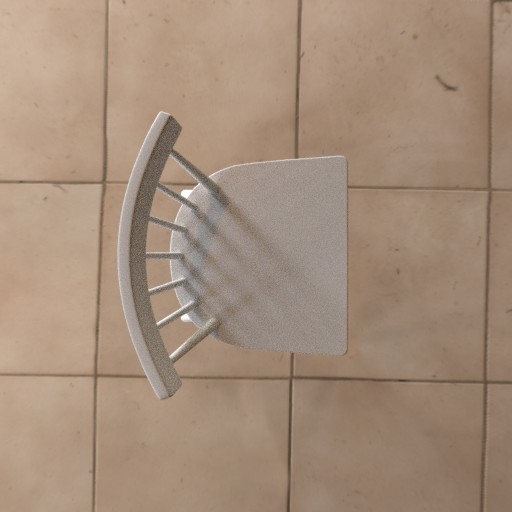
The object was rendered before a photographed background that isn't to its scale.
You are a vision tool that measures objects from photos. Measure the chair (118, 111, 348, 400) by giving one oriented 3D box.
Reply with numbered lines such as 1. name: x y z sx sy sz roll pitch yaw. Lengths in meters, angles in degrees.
1. chair: 0.000 0.000 1.114 0.500 0.787 0.483 0 90 0
